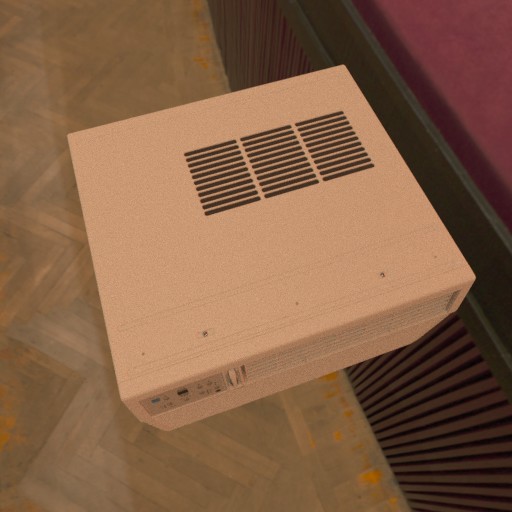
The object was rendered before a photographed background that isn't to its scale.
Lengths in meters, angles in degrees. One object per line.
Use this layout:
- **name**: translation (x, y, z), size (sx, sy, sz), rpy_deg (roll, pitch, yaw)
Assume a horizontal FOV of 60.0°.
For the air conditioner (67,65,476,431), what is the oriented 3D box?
- **air conditioner**: translation (0.000, 0.000, 1.062), size (0.645, 0.455, 0.599), rpy_deg (-17, 65, -8)
